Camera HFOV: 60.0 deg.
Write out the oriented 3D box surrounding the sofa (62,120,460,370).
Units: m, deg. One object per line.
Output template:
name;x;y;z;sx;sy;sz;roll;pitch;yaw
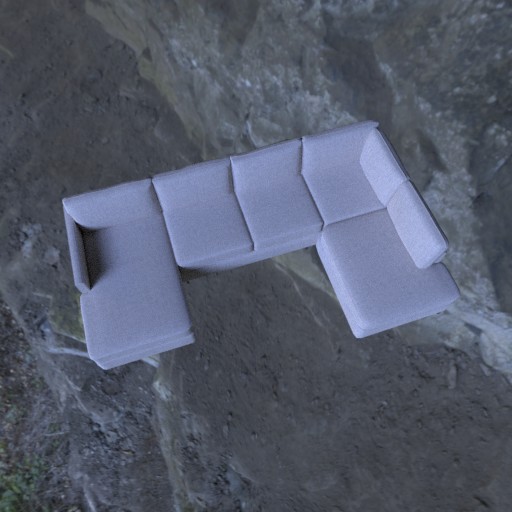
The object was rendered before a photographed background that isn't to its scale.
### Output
sofa;0.000;0.000;4.366;3.423;0.996;2.021;-16;64;-8
